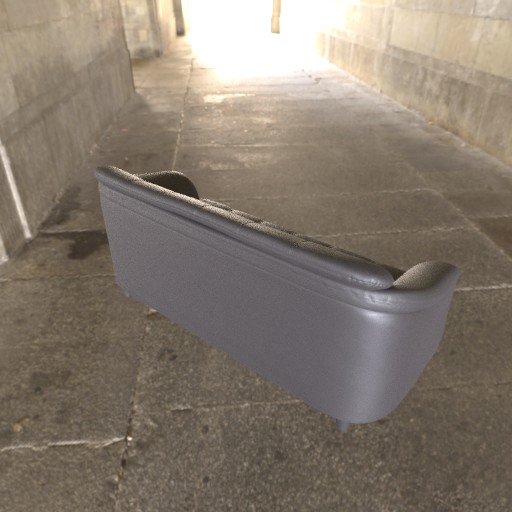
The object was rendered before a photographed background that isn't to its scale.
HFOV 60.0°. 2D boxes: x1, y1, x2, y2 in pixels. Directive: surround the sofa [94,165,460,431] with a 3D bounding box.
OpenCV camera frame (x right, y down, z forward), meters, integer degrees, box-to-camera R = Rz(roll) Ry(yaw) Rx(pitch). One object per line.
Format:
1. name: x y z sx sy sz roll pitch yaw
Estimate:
1. sofa: 0.000 0.000 2.254 1.829 0.811 0.800 23 38 33
